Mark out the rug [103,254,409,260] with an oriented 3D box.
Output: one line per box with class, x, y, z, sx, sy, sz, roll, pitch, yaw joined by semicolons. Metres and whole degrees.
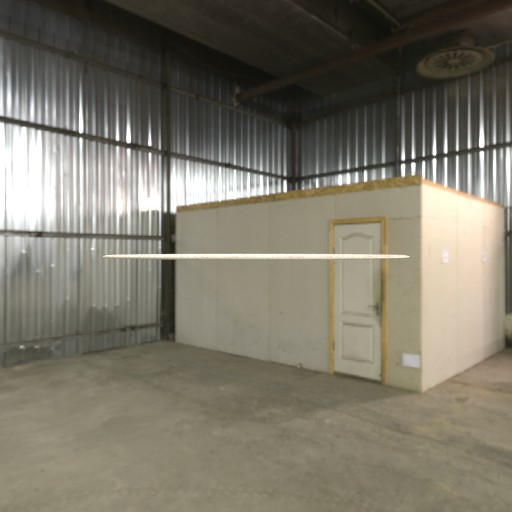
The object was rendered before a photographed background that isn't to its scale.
rug;0.000;0.000;2.436;1.593;0.012;1.593;0;1;0
